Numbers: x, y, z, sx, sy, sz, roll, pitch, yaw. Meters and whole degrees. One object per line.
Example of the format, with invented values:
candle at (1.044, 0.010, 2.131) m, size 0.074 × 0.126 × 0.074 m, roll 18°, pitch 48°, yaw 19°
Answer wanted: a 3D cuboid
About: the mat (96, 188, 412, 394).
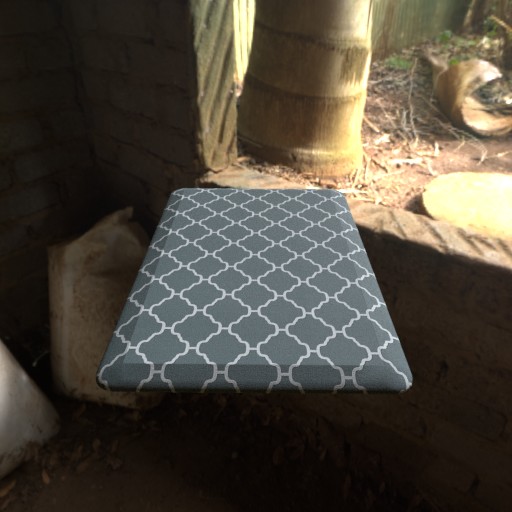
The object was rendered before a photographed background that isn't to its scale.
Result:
mat at (0.000, 0.000, 0.999) m, size 0.508 × 0.021 × 0.762 m, roll 0°, pitch 32°, yaw 1°
